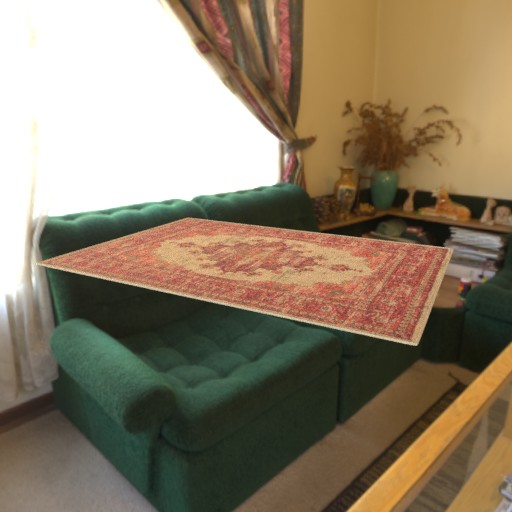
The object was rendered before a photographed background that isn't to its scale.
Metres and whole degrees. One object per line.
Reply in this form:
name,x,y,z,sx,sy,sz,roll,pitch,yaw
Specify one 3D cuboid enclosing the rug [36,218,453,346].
rug,0.000,0.000,2.866,2.232,0.011,1.555,9,19,27
